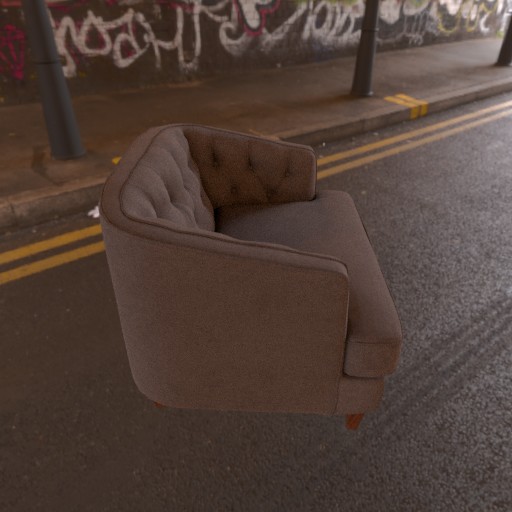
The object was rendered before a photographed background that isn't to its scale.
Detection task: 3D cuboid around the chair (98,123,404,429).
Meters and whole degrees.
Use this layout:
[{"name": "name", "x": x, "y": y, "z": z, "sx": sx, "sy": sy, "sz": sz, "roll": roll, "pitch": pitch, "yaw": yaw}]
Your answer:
[{"name": "chair", "x": 0.000, "y": 0.000, "z": 1.776, "sx": 0.941, "sy": 0.852, "sz": 1.104, "roll": 1, "pitch": 32, "yaw": 1}]
